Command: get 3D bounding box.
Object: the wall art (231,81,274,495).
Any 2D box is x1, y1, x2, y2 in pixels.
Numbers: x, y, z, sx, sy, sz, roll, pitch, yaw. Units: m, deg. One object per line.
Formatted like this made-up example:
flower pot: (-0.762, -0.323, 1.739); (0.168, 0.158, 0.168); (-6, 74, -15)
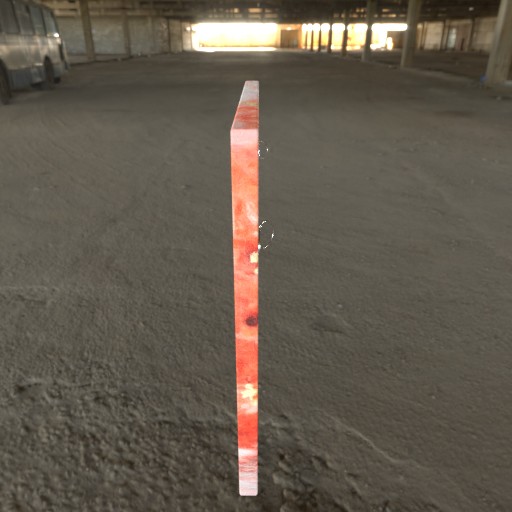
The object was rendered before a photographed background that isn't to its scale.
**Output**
wall art: (0.000, 0.000, 1.092); (0.064, 0.746, 0.747); (0, 26, 0)
